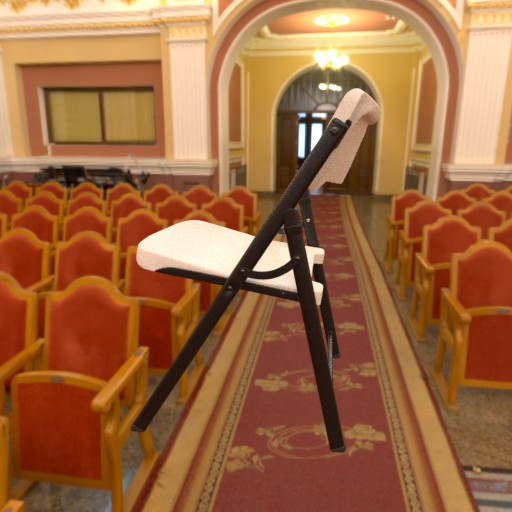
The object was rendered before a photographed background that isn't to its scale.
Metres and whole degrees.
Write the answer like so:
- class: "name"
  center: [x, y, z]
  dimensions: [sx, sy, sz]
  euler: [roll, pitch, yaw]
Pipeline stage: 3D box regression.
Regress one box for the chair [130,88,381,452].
- class: "chair"
  center: [0.000, 0.000, 1.148]
  dimensions: [0.577, 0.765, 0.482]
  euler: [2, 14, 9]
